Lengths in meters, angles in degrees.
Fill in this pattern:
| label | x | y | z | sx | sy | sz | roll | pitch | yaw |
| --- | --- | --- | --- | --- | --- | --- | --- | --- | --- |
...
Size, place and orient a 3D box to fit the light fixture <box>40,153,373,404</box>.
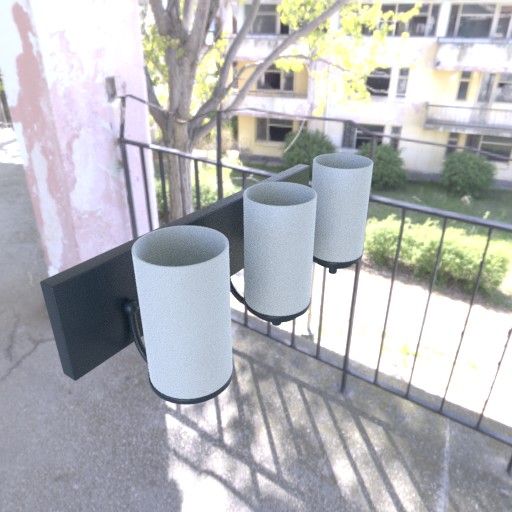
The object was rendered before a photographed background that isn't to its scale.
| label | x | y | z | sx | sy | sz | roll | pitch | yaw |
| --- | --- | --- | --- | --- | --- | --- | --- | --- | --- |
| light fixture | 0.000 | 0.000 | 0.535 | 0.145 | 0.172 | 0.451 | 18 | 32 | 31 |
